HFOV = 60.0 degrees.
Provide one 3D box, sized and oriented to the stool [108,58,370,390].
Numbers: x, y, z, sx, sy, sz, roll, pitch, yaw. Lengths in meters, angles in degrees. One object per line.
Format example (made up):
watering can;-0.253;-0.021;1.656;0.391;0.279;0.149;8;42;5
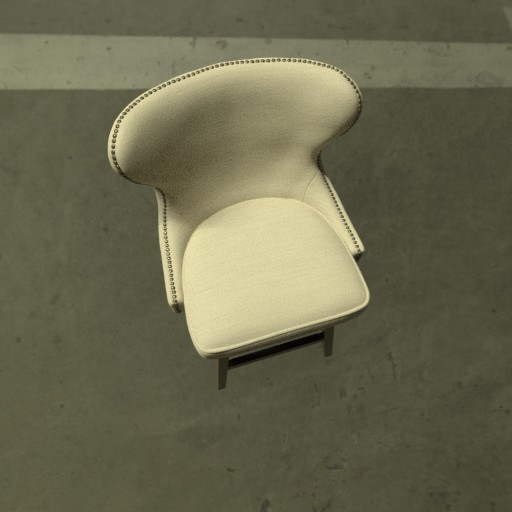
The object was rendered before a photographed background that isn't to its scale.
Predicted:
stool;0.000;0.000;1.362;0.615;0.972;0.597;-15;64;-7
